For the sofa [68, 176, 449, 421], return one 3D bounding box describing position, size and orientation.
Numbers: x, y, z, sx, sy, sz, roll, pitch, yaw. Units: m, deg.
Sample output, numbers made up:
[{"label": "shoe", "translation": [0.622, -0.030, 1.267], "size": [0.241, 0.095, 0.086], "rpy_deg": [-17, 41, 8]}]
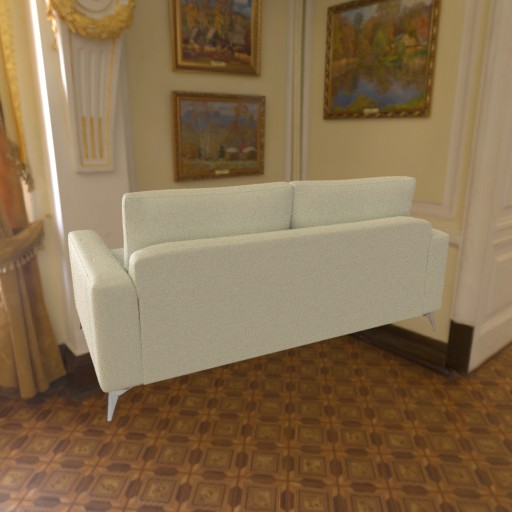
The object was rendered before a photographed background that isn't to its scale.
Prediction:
[{"label": "sofa", "translation": [0.000, 0.000, 2.194], "size": [1.650, 0.790, 0.920], "rpy_deg": [-8, 18, -26]}]
